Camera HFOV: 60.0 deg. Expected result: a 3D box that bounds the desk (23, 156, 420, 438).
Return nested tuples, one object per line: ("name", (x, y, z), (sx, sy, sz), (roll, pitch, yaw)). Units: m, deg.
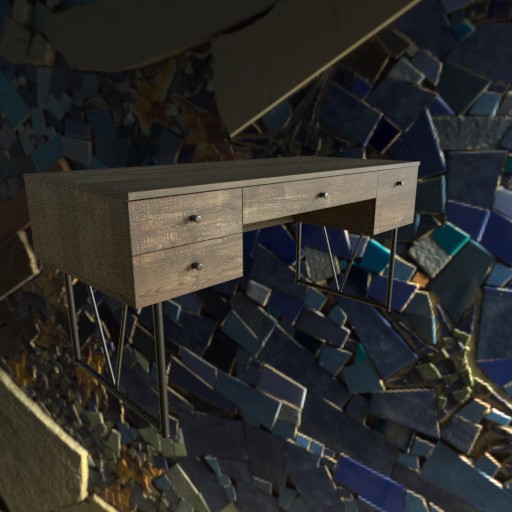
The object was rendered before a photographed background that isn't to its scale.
("desk", (0.000, 0.000, 1.971), (0.730, 0.780, 1.600), (15, 22, 42))
